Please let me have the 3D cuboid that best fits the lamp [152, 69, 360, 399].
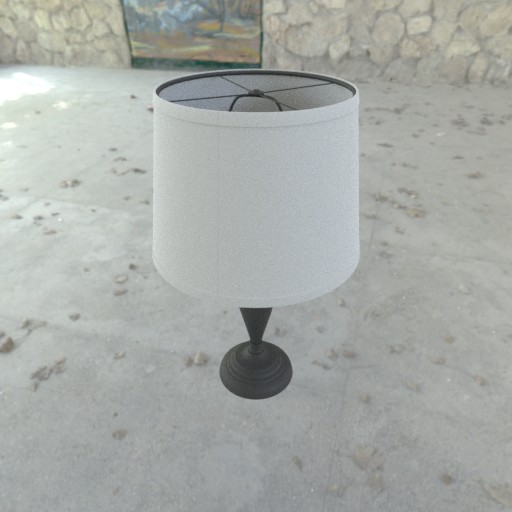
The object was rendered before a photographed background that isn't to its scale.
[{"bbox_3d":[0.000,0.000,0.688,0.310,0.501,0.310,0,32,0],"label":"lamp"}]
